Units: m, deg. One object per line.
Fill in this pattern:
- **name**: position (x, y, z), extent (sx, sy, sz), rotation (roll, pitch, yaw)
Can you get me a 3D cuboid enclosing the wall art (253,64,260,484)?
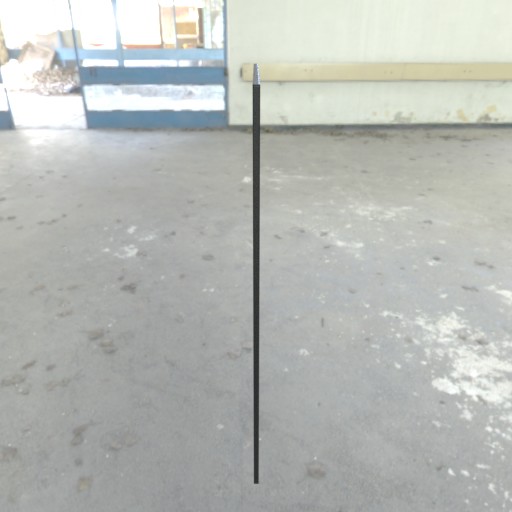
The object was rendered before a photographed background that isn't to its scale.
- **wall art**: position (0.000, 0.000, 1.254), extent (0.013, 0.967, 0.707), rotation (0, 26, 0)
